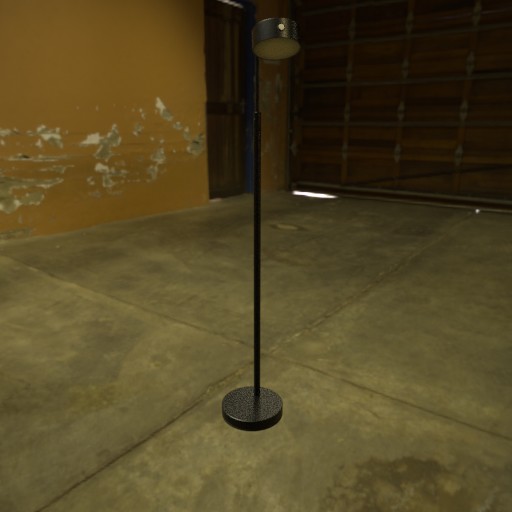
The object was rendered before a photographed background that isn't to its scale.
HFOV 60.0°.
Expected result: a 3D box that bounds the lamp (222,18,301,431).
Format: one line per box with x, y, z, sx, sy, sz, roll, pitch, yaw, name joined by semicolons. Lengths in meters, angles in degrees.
0.000;0.000;1.351;0.219;1.230;0.418;-2;15;-8;lamp
